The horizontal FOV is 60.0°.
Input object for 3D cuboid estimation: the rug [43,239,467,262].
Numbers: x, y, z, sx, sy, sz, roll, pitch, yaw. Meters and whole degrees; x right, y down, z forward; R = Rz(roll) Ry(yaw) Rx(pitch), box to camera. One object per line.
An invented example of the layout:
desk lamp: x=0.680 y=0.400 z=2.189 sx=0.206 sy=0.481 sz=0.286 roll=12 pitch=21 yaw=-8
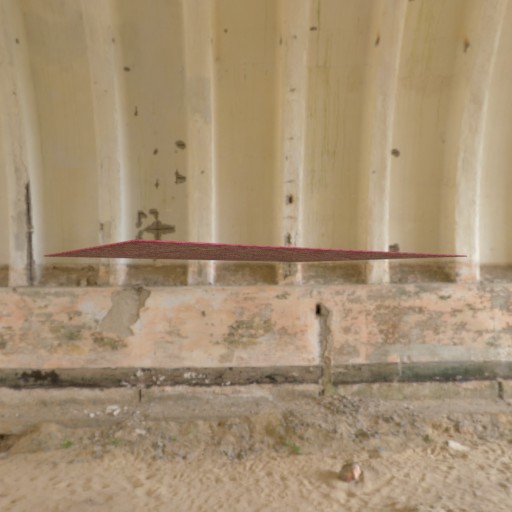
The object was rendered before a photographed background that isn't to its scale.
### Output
rug: x=0.000 y=0.000 z=4.253 sx=3.306 sy=0.011 sz=2.389 roll=2 pitch=-3 yaw=-36
